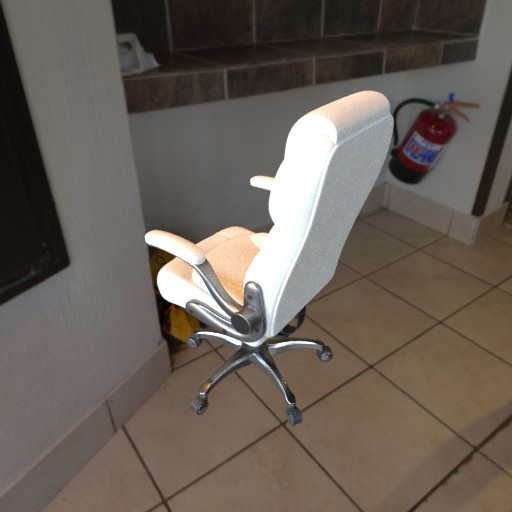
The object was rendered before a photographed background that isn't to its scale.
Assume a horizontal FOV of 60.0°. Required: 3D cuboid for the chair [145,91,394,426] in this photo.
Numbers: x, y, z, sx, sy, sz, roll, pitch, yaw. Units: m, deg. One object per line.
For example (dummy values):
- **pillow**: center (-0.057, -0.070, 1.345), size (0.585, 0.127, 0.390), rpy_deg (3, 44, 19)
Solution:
- **chair**: center (0.000, 0.000, 1.834), size (0.806, 1.330, 0.755), rpy_deg (20, 37, 29)
